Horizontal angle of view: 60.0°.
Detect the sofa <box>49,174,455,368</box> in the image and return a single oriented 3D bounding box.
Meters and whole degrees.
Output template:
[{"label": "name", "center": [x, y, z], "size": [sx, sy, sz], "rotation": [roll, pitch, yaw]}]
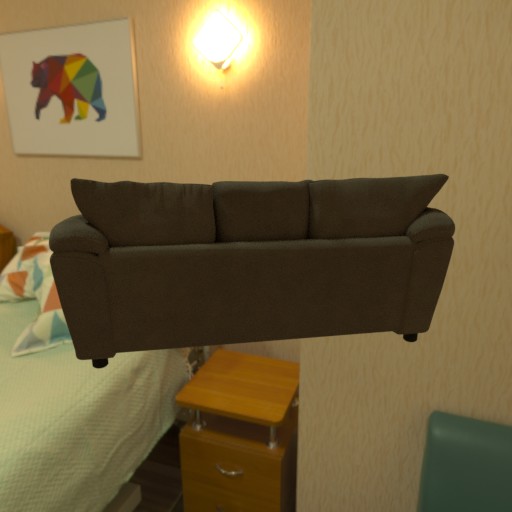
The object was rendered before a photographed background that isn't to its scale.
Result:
[{"label": "sofa", "center": [0.000, 0.000, 2.846], "size": [2.336, 1.073, 0.878], "rotation": [-3, 16, -10]}]
